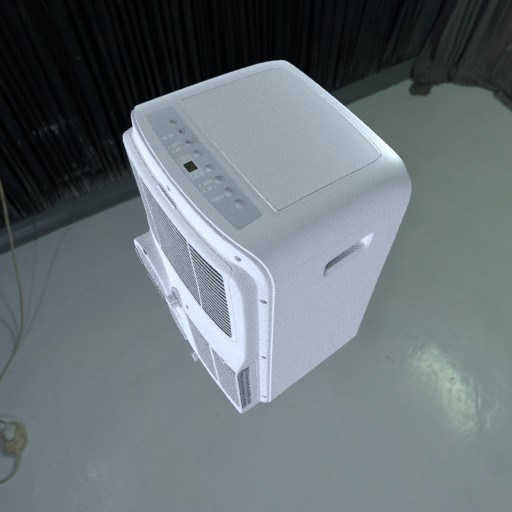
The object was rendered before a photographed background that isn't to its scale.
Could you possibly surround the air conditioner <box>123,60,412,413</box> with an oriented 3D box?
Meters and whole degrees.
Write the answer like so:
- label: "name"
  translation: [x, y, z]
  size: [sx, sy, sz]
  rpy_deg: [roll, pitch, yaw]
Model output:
- label: "air conditioner"
  translation: [0.000, 0.000, 1.071]
  size: [0.467, 0.765, 0.478]
  rpy_deg: [-30, 63, -17]
